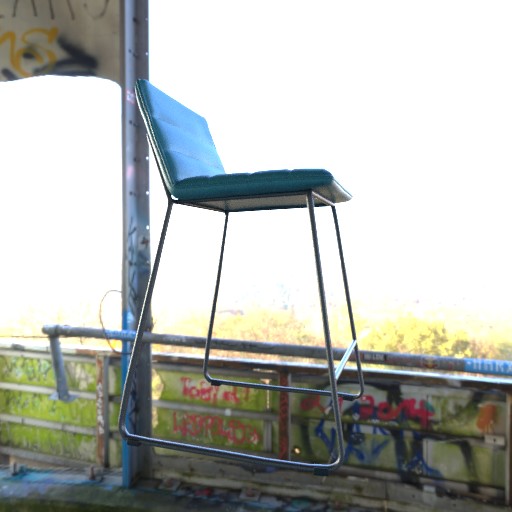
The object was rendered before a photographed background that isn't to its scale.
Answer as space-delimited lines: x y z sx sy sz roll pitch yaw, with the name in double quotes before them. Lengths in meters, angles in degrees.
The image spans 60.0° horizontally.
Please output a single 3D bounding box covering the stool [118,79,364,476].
"stool" 0.000 0.000 1.169 0.524 0.866 0.489 0 1 19
